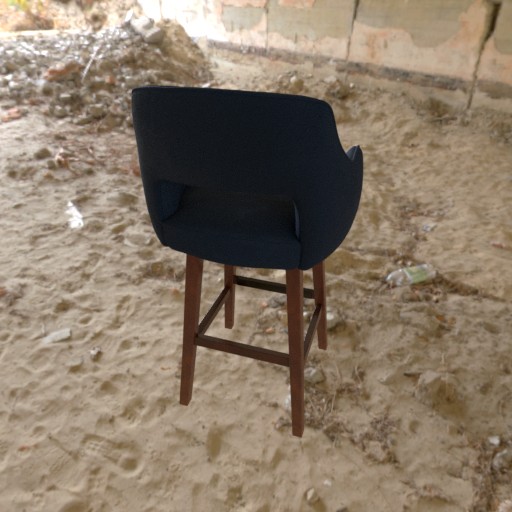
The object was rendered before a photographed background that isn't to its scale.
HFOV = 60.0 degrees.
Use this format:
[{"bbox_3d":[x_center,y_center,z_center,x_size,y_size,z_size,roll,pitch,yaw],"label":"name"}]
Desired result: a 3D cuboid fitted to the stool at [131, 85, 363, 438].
[{"bbox_3d":[0.000,0.000,1.325,0.550,1.041,0.560,10,32,16],"label":"stool"}]
